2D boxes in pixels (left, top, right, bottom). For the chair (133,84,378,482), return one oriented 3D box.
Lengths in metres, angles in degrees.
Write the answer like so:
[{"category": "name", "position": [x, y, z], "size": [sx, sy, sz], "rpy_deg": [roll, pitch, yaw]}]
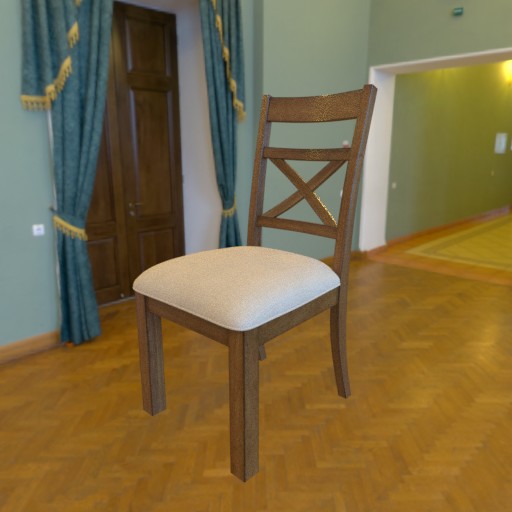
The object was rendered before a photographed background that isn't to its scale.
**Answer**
[{"category": "chair", "position": [0.000, 0.000, 1.288], "size": [0.461, 0.949, 0.581], "rpy_deg": [13, 19, 42]}]
